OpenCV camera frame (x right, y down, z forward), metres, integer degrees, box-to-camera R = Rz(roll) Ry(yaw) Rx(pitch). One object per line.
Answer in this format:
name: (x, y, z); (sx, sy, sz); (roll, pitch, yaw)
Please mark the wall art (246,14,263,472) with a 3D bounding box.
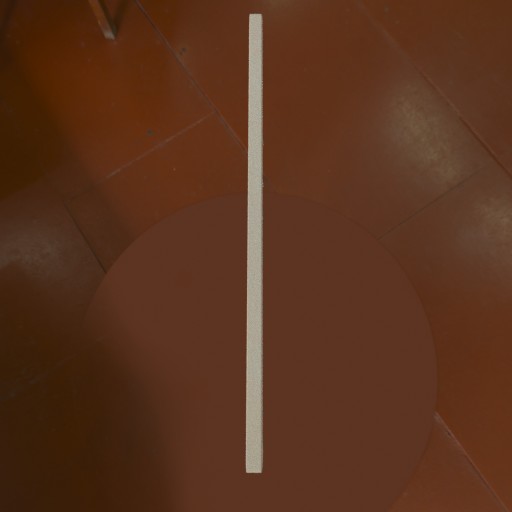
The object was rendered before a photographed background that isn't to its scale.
wall art: (0.000, 0.000, 1.581); (0.042, 0.912, 1.219); (0, 77, 0)
